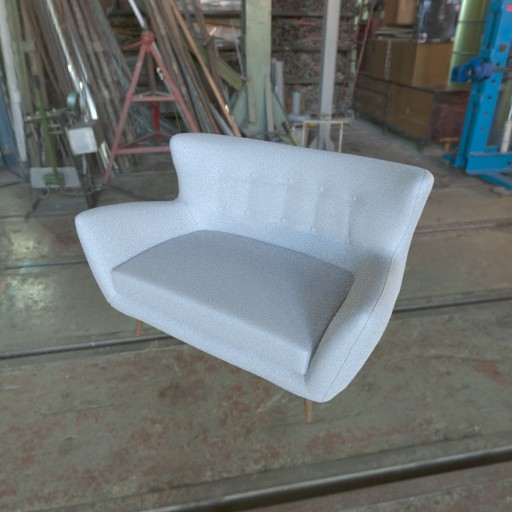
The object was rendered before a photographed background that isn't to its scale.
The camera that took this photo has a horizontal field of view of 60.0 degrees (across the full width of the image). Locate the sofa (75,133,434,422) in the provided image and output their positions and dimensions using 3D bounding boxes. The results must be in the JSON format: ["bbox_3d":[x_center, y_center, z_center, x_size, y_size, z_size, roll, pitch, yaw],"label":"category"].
[{"bbox_3d":[0.000,0.000,2.047,1.424,0.878,0.921,17,33,29],"label":"sofa"}]
